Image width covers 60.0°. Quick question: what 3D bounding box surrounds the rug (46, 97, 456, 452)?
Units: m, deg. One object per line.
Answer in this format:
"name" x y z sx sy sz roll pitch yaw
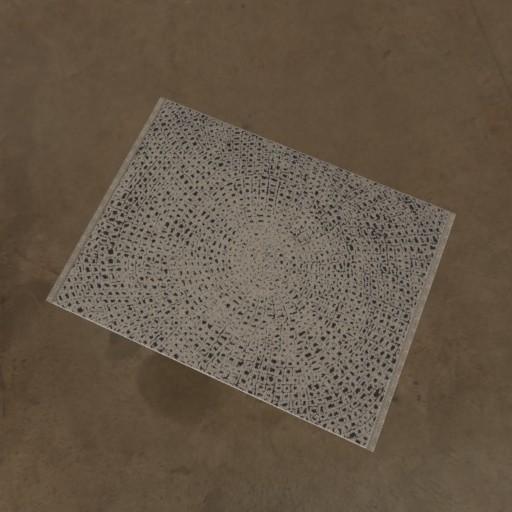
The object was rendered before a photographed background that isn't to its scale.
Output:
"rug" 0.000 0.000 2.134 1.634 0.003 1.190 23 77 6
